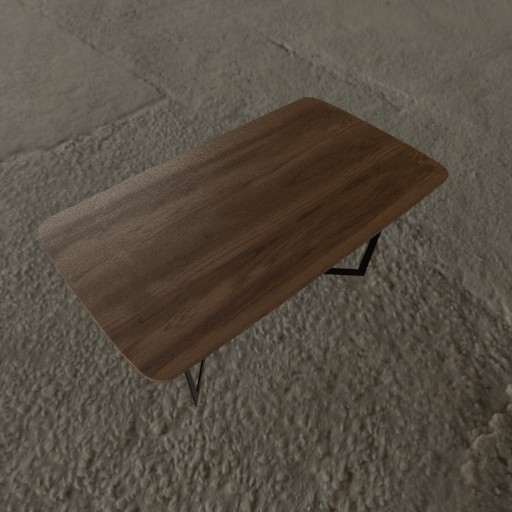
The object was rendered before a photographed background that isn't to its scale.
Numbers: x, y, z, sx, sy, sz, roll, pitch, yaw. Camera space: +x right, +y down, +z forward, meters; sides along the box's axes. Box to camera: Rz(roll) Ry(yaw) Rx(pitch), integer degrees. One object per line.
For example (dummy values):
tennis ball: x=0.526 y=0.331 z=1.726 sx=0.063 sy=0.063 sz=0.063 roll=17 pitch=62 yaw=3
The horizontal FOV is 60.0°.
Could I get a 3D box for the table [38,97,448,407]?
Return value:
table: x=0.000 y=0.000 z=2.199 sx=1.643 sy=0.765 sz=0.949 roll=-33 pitch=56 yaw=-26
